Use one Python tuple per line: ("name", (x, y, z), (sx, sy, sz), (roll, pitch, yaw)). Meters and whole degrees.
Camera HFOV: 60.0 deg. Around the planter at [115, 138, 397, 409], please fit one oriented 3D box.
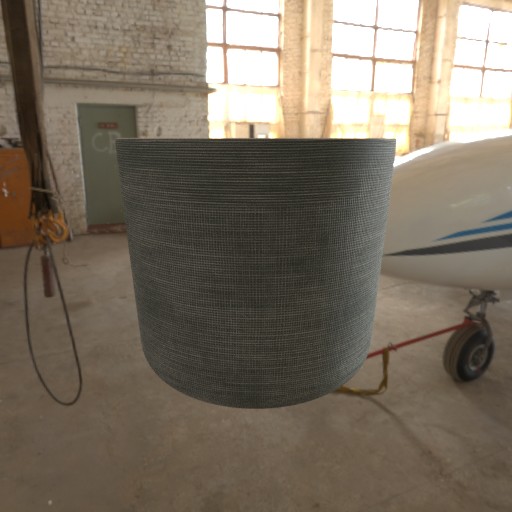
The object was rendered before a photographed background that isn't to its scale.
("planter", (0.000, 0.000, 0.775), (0.440, 0.398, 0.440), (0, 15, 0))
